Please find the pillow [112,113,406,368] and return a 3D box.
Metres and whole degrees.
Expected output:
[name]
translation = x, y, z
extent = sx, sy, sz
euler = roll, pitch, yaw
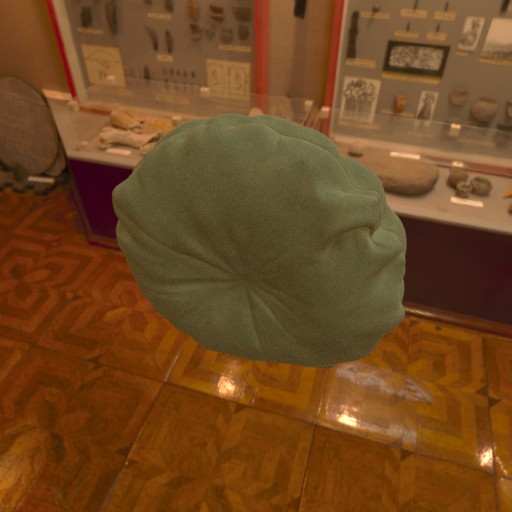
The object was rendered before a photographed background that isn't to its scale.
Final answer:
[pillow]
translation = 0.000, 0.000, 0.636
extent = 0.428, 0.407, 0.148
euler = 13, 44, 14
